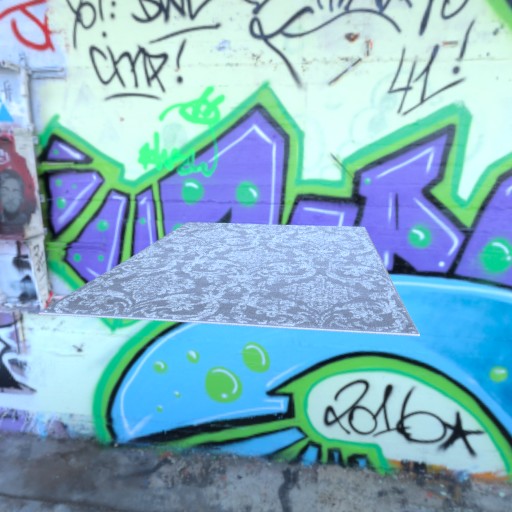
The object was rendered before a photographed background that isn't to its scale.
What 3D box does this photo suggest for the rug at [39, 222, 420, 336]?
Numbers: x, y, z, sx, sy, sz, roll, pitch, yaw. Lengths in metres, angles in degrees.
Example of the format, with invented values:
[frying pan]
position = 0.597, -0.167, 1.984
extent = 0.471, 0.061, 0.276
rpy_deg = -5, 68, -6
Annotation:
[rug]
position = 0.000, 0.000, 2.856
extent = 1.578, 0.014, 2.206
rpy_deg = 2, 15, 8
